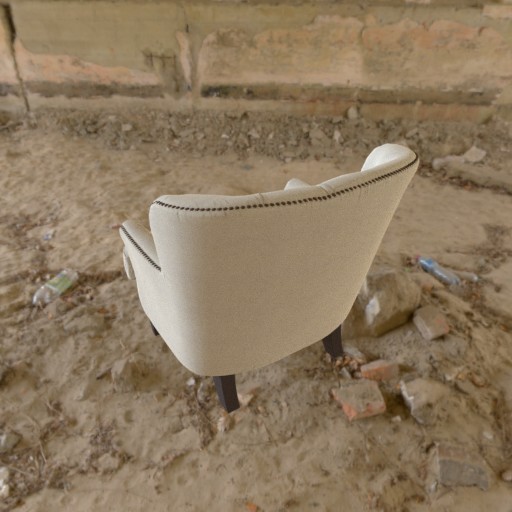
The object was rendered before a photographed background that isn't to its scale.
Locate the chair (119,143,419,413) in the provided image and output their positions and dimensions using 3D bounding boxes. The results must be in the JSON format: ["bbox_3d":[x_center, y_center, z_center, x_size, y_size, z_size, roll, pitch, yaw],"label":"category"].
[{"bbox_3d":[0.000,0.000,1.605,0.848,0.868,0.906,-19,35,-28],"label":"chair"}]
